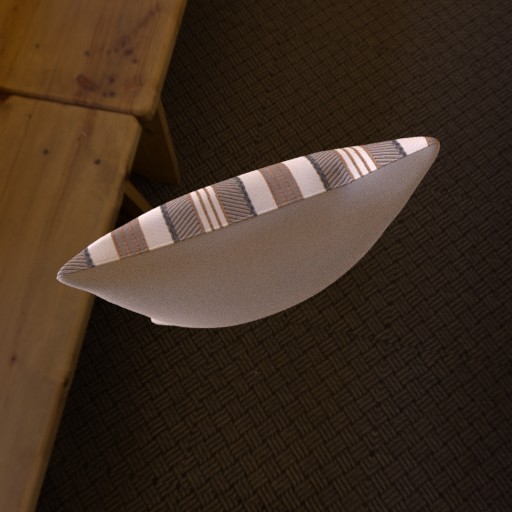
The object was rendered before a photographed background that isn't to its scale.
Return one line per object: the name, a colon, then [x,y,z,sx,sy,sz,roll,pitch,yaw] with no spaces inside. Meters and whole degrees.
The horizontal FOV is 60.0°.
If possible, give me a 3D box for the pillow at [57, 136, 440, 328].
pillow: [0.000,0.000,0.639,0.416,0.401,0.173,-20,76,-5]
